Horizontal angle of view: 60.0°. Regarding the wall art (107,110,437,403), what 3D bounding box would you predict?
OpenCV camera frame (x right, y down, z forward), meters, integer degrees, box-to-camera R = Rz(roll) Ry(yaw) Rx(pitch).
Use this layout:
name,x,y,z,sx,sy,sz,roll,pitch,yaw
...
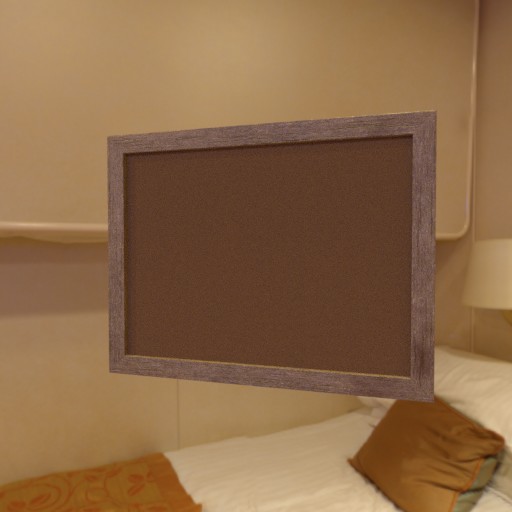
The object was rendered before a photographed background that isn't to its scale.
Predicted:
name,x,y,z,sx,sy,sz,roll,pitch,yaw
wall art,0.000,0.000,0.918,0.690,0.535,0.026,0,1,16
